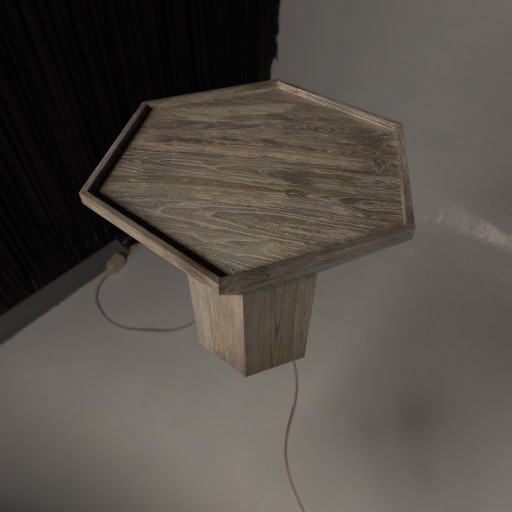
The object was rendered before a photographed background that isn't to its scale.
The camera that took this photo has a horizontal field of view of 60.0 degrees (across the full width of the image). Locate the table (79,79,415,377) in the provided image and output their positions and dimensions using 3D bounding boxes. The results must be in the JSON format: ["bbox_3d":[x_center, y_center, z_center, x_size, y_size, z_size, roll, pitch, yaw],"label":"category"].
[{"bbox_3d":[0.000,0.000,1.096,0.683,0.586,0.592,31,54,26],"label":"table"}]
